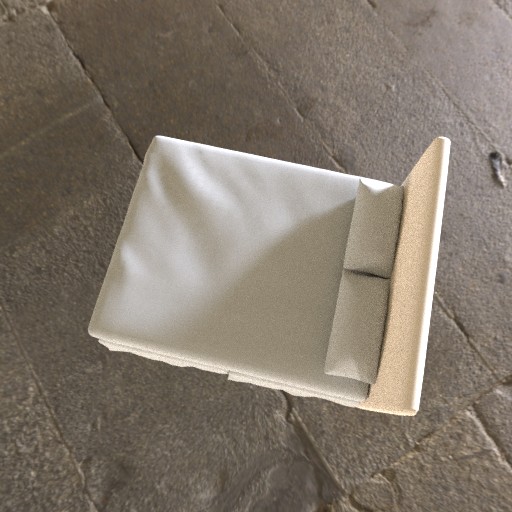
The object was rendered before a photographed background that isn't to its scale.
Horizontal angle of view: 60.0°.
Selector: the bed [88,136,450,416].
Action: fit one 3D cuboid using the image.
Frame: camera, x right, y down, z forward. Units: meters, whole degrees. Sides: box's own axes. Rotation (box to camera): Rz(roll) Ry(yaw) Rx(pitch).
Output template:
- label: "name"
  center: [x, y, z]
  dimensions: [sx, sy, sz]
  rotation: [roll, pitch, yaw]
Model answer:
- label: "bed"
  center: [0.000, 0.000, 3.205]
  dimensions: [2.142, 1.330, 1.748]
  rotation: [13, 73, 4]
